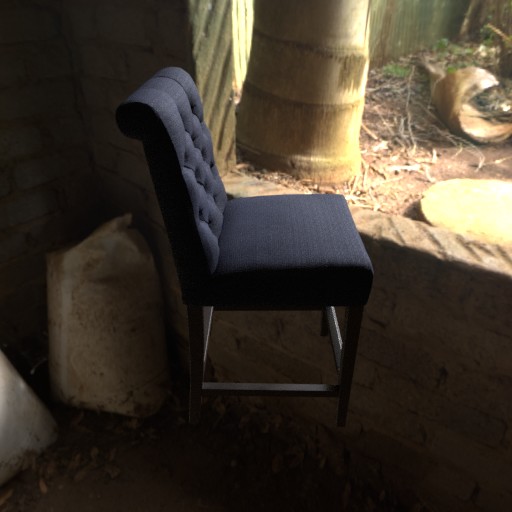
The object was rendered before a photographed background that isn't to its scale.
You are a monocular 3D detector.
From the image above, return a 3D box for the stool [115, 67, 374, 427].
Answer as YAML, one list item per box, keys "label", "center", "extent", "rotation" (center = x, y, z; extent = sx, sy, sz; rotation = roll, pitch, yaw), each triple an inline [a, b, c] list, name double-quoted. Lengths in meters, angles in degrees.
- label: "stool"
  center: [0.000, 0.000, 1.348]
  extent: [0.601, 1.010, 0.493]
  rotation: [0, 32, 0]
